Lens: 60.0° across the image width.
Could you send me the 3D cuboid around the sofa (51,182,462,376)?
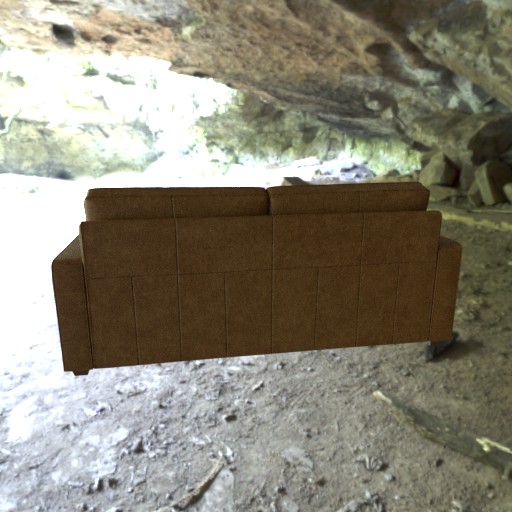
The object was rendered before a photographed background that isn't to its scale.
[{"bbox_3d":[0.000,0.000,2.712,2.156,0.928,0.991,-3,15,-9],"label":"sofa"}]
